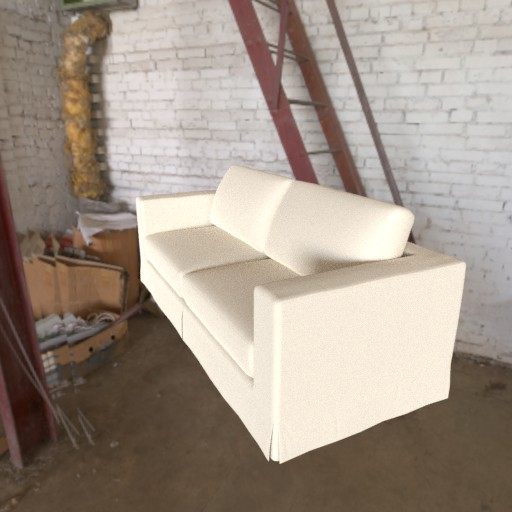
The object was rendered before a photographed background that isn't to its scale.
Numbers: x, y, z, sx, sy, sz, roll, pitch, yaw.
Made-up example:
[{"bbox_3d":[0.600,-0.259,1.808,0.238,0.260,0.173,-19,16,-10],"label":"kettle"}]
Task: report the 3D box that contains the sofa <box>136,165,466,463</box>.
[{"bbox_3d":[0.000,0.000,2.637,0.954,0.881,2.163,-9,20,-25],"label":"sofa"}]
